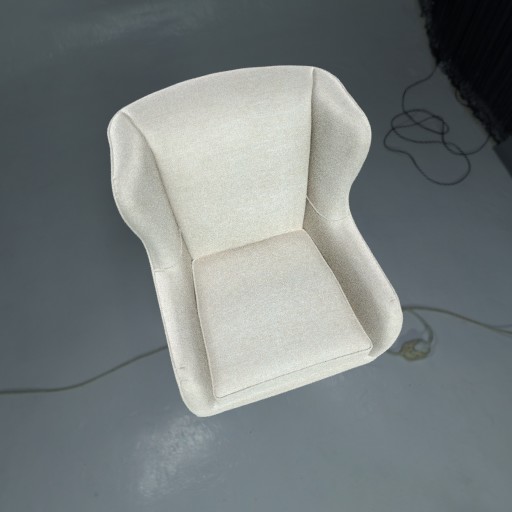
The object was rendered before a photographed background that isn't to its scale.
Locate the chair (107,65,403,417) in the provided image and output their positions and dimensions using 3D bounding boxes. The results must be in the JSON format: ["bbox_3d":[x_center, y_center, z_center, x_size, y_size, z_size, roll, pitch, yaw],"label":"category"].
[{"bbox_3d":[0.000,0.000,1.755,0.838,1.040,0.966,-16,62,-9],"label":"chair"}]
